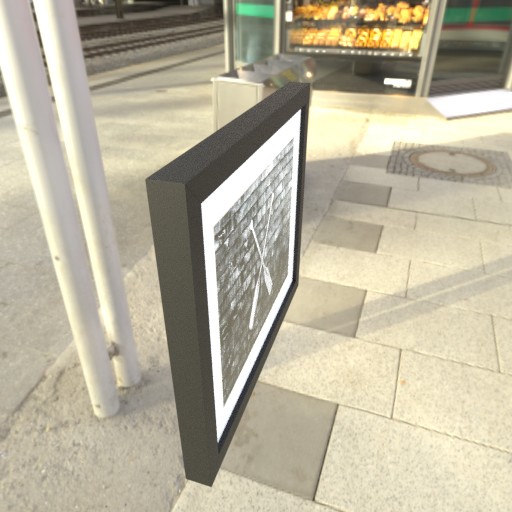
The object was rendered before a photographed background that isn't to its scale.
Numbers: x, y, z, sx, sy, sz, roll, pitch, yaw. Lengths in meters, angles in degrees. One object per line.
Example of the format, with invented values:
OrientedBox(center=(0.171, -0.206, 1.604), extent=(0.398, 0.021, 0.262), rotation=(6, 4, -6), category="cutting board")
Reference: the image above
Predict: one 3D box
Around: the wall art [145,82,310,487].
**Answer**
OrientedBox(center=(0.000, 0.000, 0.528), extent=(0.029, 0.330, 0.381), rotation=(10, 32, 15), category="wall art")
